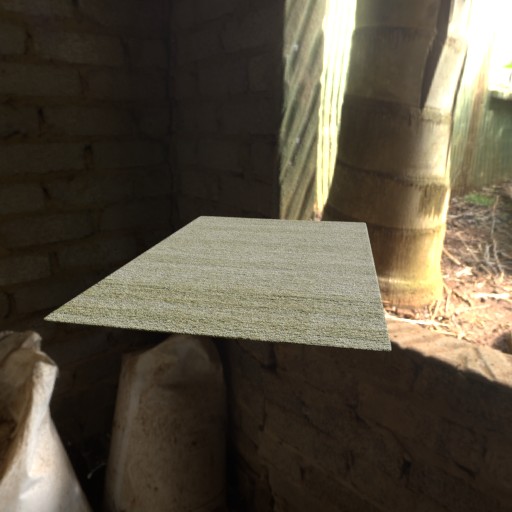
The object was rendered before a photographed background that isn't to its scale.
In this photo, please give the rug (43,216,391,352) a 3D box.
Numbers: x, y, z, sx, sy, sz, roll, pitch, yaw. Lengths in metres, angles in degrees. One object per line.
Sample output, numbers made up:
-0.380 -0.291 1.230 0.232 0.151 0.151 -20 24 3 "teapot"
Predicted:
0.000 0.000 2.213 1.143 0.010 1.758 3 17 10 "rug"
